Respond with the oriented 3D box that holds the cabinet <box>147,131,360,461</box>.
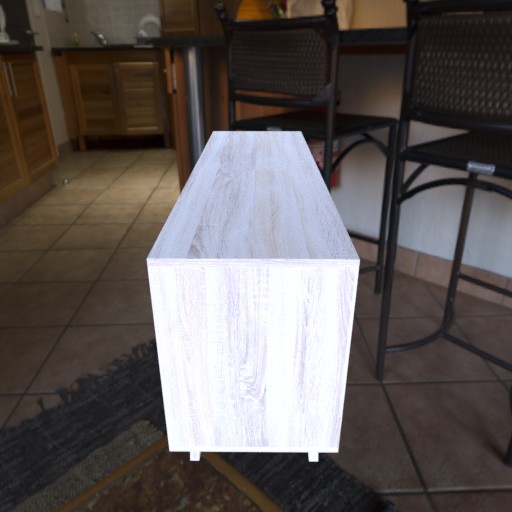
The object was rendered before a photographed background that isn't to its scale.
[{"bbox_3d":[0.000,0.000,1.948,0.500,0.780,1.650,0,26,0],"label":"cabinet"}]
